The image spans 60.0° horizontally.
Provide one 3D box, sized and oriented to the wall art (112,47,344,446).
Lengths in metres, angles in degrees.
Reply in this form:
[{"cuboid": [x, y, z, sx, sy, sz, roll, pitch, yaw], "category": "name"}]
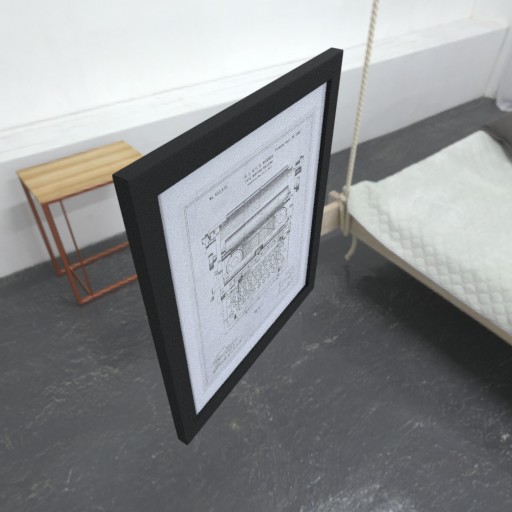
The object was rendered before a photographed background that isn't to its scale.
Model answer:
[{"cuboid": [0.000, 0.000, 0.695, 0.021, 0.508, 0.432, 24, 47, 25], "category": "wall art"}]
